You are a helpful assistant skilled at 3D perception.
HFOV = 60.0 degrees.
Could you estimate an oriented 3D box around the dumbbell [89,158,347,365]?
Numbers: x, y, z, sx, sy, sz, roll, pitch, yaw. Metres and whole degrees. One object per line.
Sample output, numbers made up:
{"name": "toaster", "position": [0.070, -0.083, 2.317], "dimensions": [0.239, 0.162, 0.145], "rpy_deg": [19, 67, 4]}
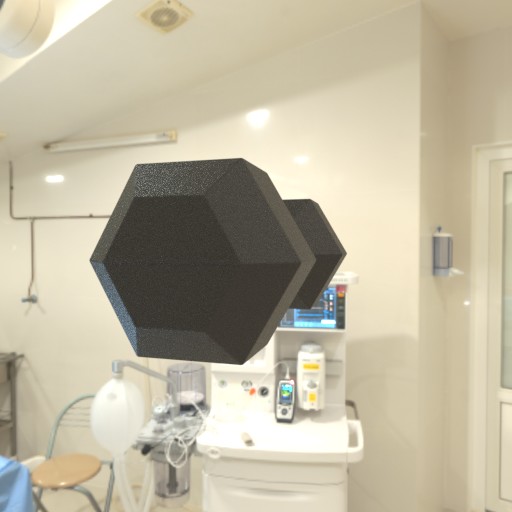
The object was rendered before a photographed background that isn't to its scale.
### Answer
{"name": "dumbbell", "position": [0.000, 0.000, 0.378], "dimensions": [0.129, 0.113, 0.315], "rpy_deg": [0, 1, 17]}
